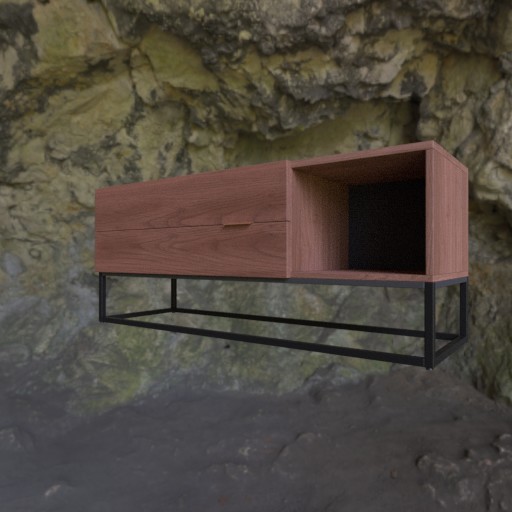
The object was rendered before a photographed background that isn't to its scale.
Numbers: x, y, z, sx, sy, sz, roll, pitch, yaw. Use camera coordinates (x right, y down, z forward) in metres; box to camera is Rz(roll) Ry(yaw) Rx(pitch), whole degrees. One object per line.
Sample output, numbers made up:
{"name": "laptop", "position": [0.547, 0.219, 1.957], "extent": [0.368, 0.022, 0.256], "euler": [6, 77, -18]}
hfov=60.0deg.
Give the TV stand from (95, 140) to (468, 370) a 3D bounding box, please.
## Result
{"name": "TV stand", "position": [0.000, 0.000, 1.452], "extent": [1.200, 0.500, 0.415], "euler": [0, 0, 36]}
